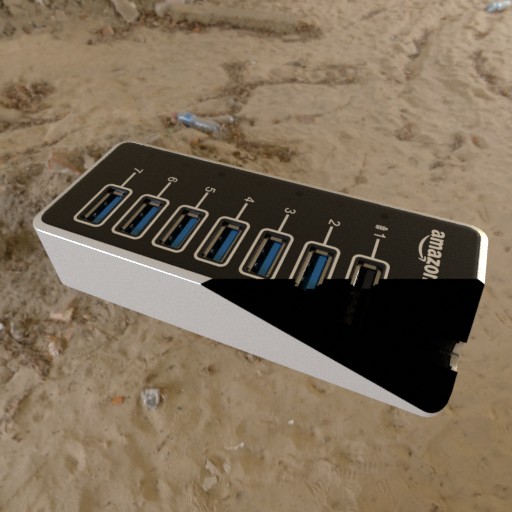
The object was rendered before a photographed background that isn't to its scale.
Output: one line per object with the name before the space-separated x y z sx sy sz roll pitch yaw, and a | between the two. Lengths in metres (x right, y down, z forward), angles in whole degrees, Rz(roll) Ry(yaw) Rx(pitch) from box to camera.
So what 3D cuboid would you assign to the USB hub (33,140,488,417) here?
USB hub | 0.000 0.000 0.120 0.110 0.023 0.044 17 49 15
